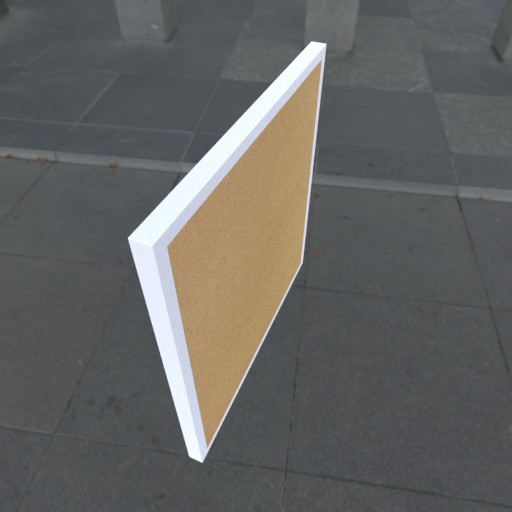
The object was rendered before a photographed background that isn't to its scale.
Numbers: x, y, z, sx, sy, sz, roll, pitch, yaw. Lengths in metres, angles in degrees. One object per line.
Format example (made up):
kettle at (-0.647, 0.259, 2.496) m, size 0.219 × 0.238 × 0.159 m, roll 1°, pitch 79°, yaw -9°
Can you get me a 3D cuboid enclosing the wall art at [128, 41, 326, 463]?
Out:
wall art at (0.000, 0.000, 1.098) m, size 0.038 × 0.761 × 0.763 m, roll 17°, pitch 48°, yaw 16°
